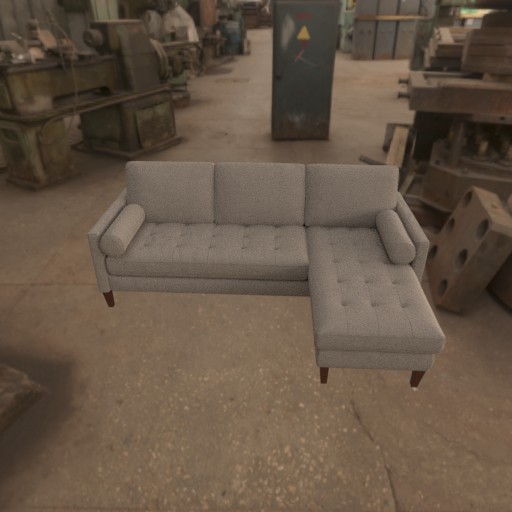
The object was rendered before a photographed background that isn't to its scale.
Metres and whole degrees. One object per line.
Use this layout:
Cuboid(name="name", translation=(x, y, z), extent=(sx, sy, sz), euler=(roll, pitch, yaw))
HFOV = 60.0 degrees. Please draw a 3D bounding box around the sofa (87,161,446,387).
Cuboid(name="sofa", translation=(0.000, 0.000, 2.930), extent=(2.178, 0.875, 1.506), euler=(2, 30, 3))
